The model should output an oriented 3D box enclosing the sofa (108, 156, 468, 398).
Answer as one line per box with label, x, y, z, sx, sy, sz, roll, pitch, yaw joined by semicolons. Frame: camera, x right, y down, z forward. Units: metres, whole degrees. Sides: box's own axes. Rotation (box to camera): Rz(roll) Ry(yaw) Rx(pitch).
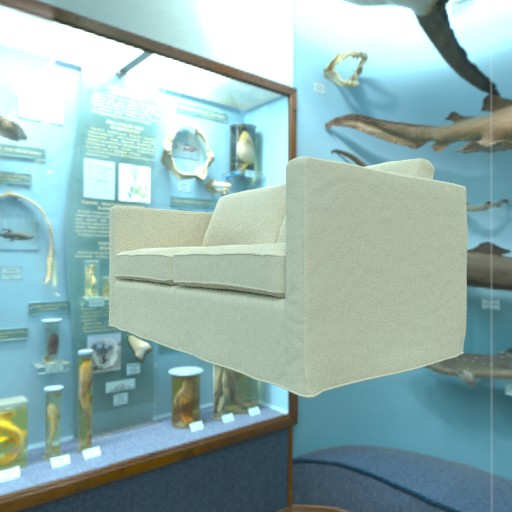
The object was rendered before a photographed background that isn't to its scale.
sofa;0.000;0.000;2.261;0.962;0.834;1.746;0;0;-37
